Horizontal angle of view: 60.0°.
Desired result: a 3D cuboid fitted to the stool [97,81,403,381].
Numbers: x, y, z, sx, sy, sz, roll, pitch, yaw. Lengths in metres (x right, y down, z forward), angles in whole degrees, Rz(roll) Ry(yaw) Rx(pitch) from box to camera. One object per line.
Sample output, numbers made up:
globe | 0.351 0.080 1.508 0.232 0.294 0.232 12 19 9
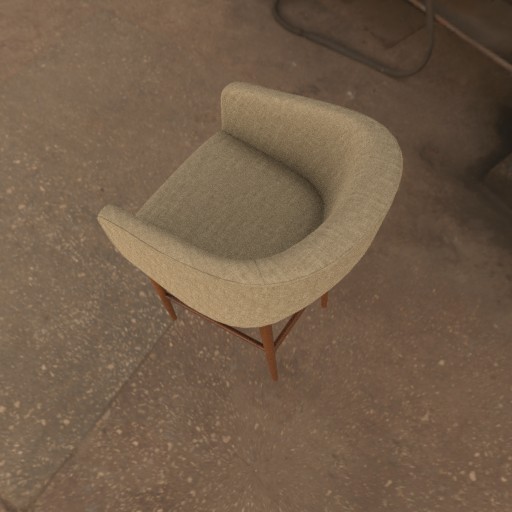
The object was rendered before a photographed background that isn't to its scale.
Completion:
stool | 0.000 0.000 1.411 0.607 1.078 0.559 33 68 15
